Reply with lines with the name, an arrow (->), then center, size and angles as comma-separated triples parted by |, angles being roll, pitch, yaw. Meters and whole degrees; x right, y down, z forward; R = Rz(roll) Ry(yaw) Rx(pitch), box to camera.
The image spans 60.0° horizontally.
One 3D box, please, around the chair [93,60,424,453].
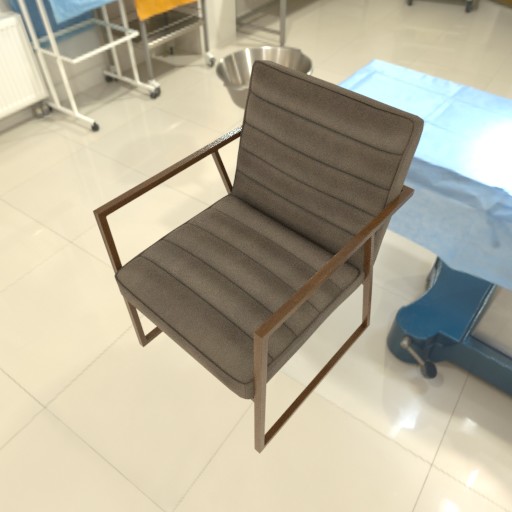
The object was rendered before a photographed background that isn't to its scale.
chair -> 0.000, 0.000, 1.314 | 0.578, 0.843, 0.682 | 33, 55, 27
